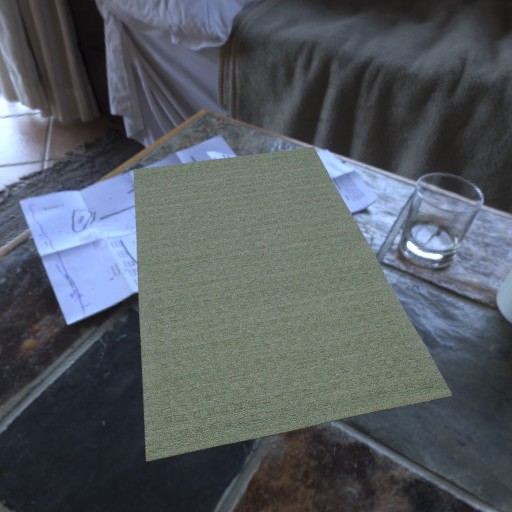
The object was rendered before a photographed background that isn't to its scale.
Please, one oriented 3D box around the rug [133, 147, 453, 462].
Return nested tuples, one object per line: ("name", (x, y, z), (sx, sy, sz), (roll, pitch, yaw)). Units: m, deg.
("rug", (0.000, 0.000, 2.177), (1.143, 0.006, 1.747), (-9, 47, -8))
